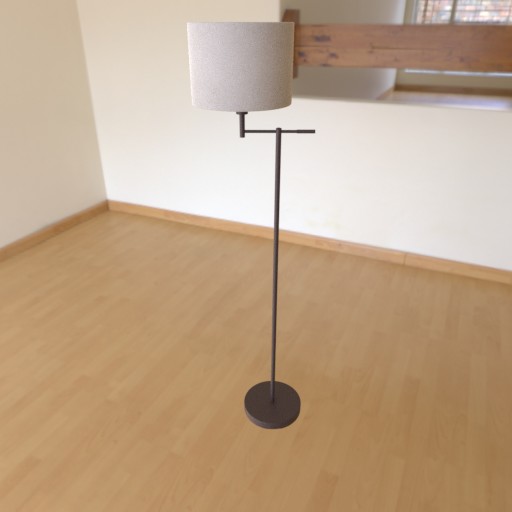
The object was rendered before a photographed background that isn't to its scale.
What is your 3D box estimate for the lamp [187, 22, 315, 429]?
[{"bbox_3d":[0.000,0.000,1.714,0.416,1.600,0.324,0,28,0],"label":"lamp"}]
